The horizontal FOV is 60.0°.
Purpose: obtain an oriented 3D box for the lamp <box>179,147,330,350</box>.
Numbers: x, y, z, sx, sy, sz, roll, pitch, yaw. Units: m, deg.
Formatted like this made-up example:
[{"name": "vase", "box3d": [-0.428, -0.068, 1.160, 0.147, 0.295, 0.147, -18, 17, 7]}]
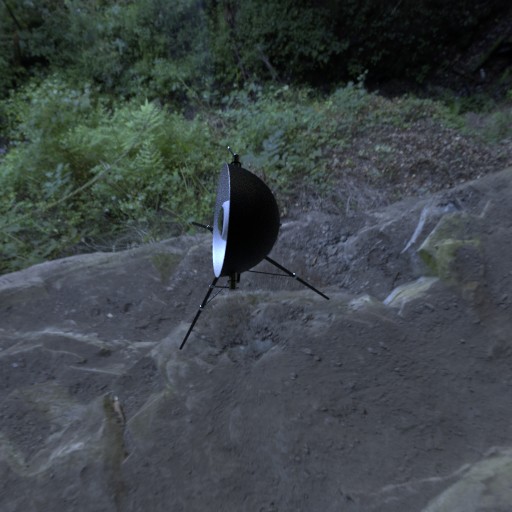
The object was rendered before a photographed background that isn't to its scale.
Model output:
[{"name": "lamp", "box3d": [0.000, 0.000, 2.057, 0.920, 1.512, 0.817, 1, 76, 0]}]
